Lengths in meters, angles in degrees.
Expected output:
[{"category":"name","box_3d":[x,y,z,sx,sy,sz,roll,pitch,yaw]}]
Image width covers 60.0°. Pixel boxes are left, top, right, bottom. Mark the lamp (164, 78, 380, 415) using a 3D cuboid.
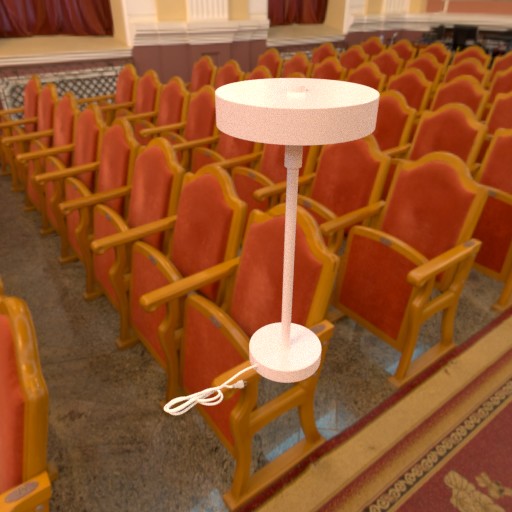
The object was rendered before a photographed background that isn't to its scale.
[{"category":"lamp","box_3d":[0.000,0.000,0.712,0.369,0.508,0.229,-20,36,-31]}]
